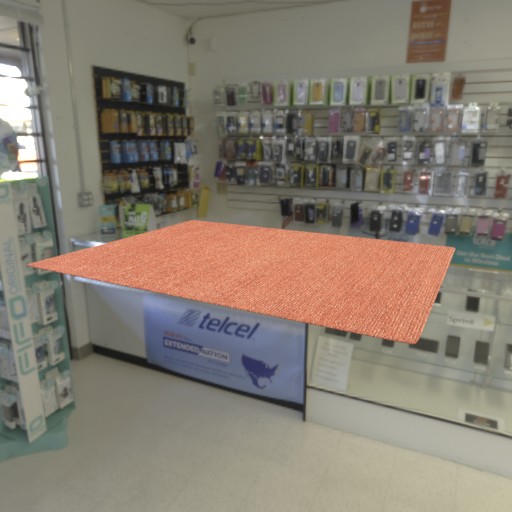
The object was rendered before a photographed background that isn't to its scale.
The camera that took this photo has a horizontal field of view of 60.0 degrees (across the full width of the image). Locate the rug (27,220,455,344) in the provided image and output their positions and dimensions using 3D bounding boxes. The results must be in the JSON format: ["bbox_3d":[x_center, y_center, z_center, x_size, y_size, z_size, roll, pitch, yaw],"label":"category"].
[{"bbox_3d":[0.000,0.000,2.697,2.112,0.009,1.594,8,17,27],"label":"rug"}]
